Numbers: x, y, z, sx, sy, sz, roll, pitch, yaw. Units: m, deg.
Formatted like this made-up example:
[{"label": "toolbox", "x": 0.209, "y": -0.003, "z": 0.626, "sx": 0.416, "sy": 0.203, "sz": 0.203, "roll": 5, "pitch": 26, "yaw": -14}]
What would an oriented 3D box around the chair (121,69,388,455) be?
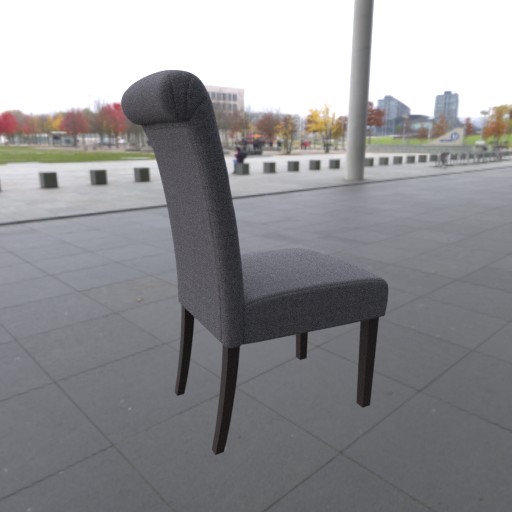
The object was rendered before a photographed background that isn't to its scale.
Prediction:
[{"label": "chair", "x": 0.000, "y": 0.000, "z": 1.361, "sx": 0.671, "sy": 1.006, "sz": 0.456, "roll": -8, "pitch": 17, "yaw": -27}]
